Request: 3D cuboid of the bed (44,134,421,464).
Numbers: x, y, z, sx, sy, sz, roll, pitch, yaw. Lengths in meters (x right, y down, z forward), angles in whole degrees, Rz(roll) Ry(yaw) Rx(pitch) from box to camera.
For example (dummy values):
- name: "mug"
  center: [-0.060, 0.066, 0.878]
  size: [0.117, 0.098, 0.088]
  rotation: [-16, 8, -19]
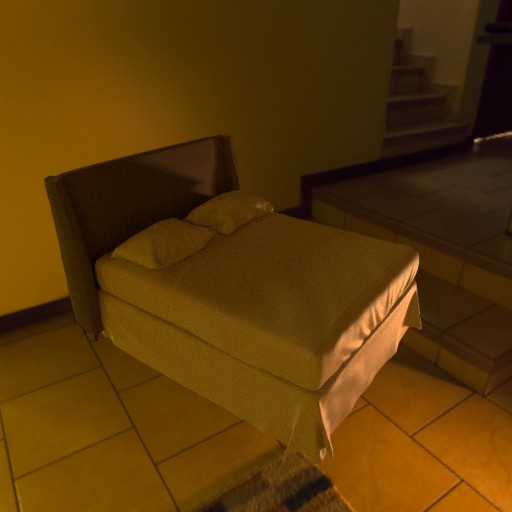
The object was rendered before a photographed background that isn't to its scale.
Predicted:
- name: "bed"
  center: [0.000, 0.000, 3.419]
  size: [2.276, 1.332, 1.925]
  rotation: [18, 32, 32]
